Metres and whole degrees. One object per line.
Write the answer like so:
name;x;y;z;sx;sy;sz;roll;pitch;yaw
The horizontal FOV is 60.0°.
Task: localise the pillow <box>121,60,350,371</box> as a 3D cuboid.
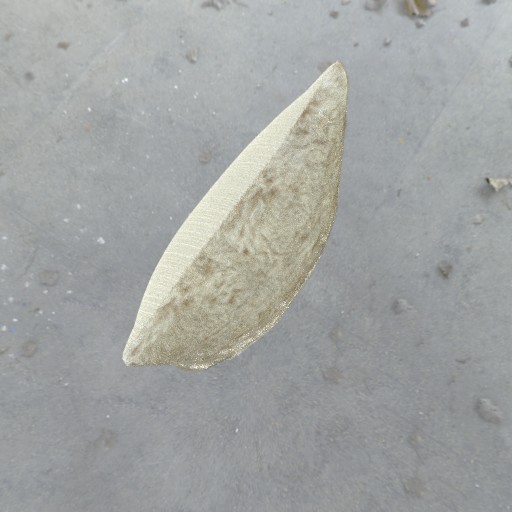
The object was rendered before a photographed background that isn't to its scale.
pillow;0.000;0.000;0.843;0.216;0.525;0.538;33;77;9
